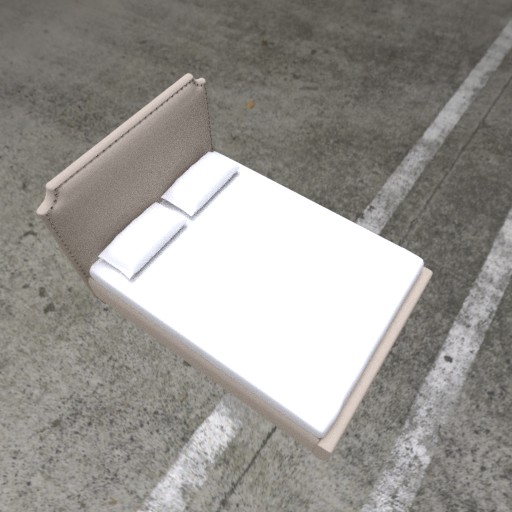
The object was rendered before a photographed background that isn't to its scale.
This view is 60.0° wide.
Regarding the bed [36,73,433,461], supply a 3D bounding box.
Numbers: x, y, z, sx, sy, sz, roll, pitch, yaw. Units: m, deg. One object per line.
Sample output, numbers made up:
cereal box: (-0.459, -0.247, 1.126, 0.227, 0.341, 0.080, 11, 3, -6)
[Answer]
bed: (0.000, 0.000, 3.388, 2.372, 1.443, 1.713, 31, 62, 18)
